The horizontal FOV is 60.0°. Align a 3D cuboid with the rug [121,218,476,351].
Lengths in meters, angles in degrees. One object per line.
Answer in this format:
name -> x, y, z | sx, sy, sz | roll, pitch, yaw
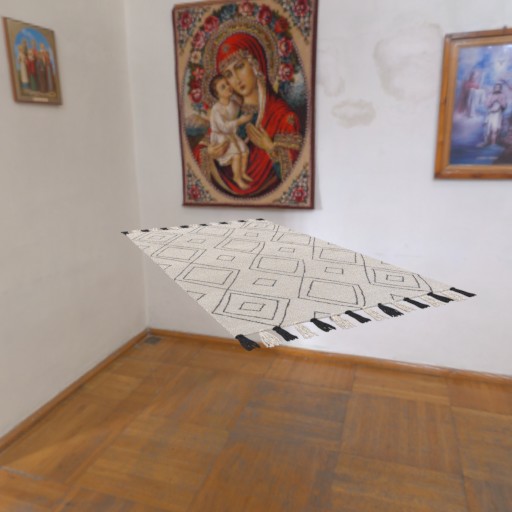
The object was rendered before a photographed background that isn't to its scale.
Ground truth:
rug -> 0.000, 0.000, 3.426 | 1.524, 0.021, 2.755 | -8, 17, -26
